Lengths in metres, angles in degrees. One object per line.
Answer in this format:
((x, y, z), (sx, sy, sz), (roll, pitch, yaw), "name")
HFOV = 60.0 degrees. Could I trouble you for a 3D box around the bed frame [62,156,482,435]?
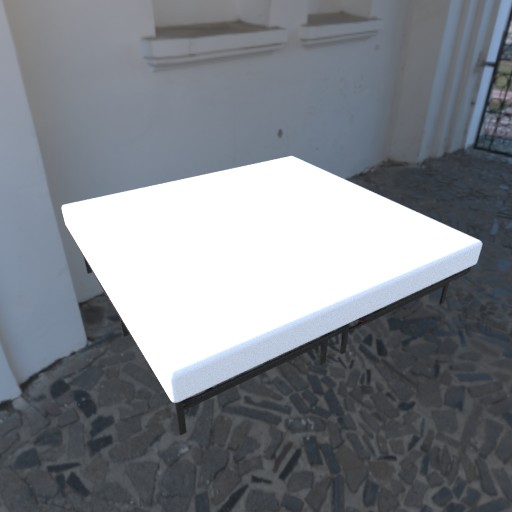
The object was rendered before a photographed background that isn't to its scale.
((0.000, 0.000, 3.022), (2.033, 0.525, 1.935), (-18, 35, -28), "bed frame")
